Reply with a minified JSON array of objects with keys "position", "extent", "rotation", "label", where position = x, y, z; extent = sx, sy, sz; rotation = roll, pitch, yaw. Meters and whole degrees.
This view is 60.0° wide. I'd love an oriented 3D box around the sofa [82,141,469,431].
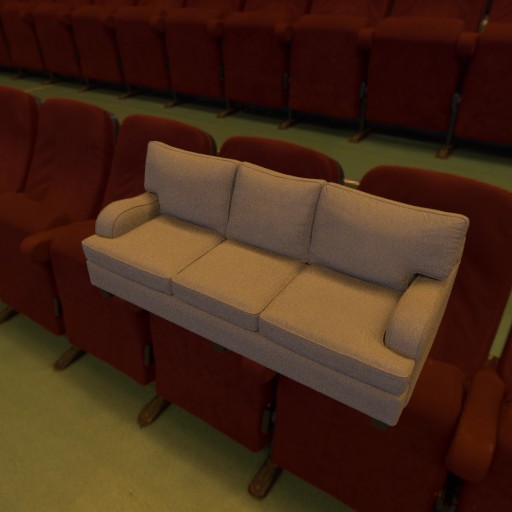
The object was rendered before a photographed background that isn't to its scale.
[{"position":[0.000,0.000,2.903],"extent":[2.323,0.991,1.016],"rotation":[19,37,27],"label":"sofa"}]
